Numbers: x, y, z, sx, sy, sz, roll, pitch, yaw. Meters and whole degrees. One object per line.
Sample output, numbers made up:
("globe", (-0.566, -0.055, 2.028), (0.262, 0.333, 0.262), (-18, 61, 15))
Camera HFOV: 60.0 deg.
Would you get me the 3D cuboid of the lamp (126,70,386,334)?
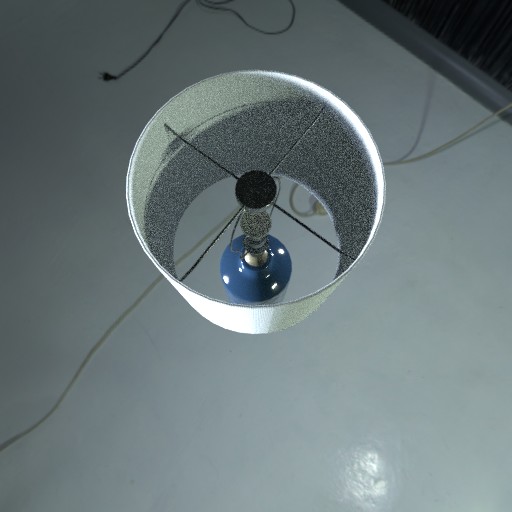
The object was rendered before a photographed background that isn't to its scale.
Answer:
("lamp", (0.000, 0.000, 0.575), (0.207, 0.461, 0.207), (37, 78, 9))
